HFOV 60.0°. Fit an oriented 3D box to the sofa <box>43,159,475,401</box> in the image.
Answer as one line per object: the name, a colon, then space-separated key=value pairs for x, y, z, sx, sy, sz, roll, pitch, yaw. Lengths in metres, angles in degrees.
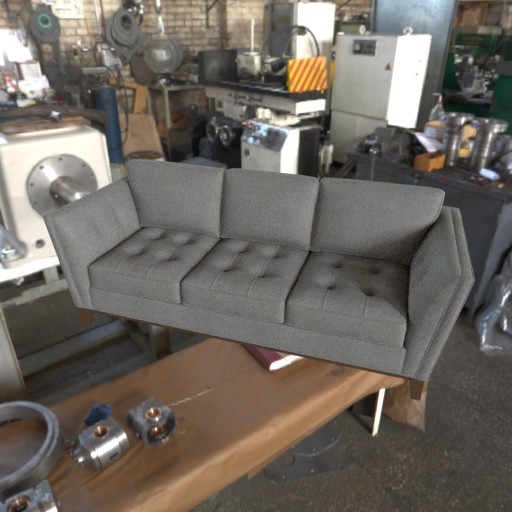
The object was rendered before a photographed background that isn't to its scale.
sofa: x=0.000 y=0.000 z=2.861 sx=2.387 sy=0.940 sz=0.965 roll=9 pitch=29 yaw=16
